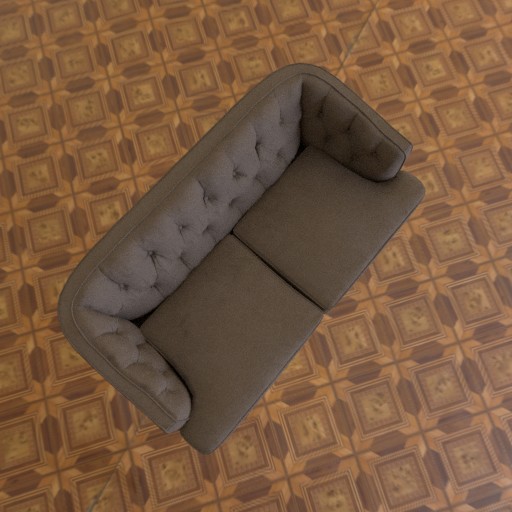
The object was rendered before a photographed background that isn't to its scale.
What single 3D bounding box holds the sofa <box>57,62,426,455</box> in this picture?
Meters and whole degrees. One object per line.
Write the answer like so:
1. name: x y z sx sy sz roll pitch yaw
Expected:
1. sofa: 0.000 0.000 2.247 0.941 0.855 1.733 40 78 10
